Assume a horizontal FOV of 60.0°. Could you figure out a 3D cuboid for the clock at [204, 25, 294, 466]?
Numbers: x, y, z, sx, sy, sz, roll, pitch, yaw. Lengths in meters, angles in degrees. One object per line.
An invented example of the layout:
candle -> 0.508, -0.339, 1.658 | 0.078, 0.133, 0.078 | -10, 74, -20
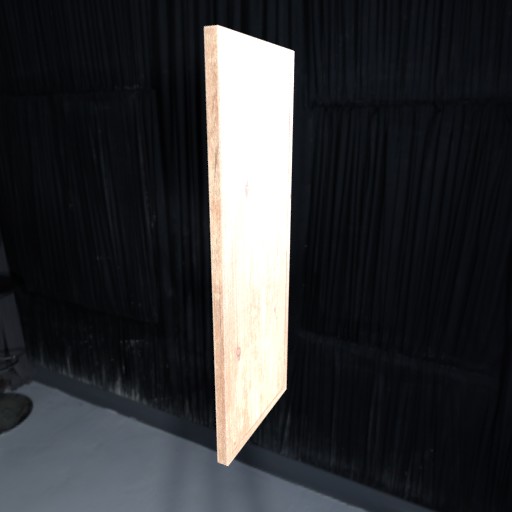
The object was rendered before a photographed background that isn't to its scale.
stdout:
clock -> 0.000, 0.000, 1.092 | 0.030, 0.965, 0.361 | 9, 19, 26
